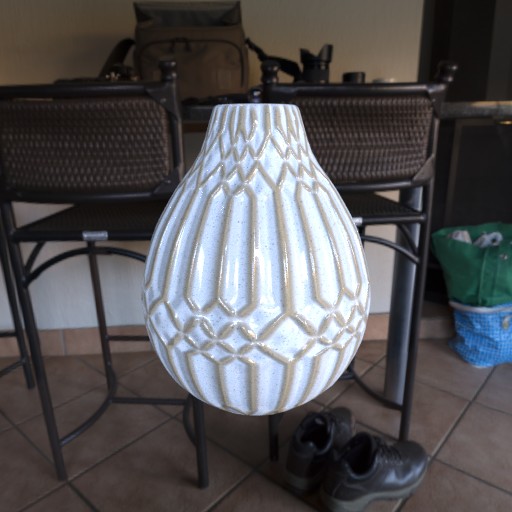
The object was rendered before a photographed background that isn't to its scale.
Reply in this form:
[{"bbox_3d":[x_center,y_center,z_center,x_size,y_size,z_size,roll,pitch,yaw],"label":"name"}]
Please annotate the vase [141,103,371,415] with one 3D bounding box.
[{"bbox_3d":[0.000,0.000,0.311,0.159,0.200,0.159,0,16,0],"label":"vase"}]
